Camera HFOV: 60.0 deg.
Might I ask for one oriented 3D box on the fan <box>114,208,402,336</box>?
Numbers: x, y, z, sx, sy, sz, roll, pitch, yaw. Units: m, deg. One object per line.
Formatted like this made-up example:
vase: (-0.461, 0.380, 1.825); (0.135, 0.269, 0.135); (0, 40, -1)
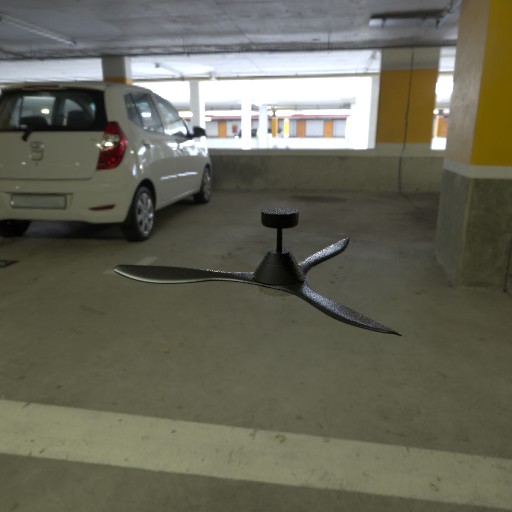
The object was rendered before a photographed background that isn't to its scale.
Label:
fan: (0.000, 0.000, 1.603); (1.067, 0.305, 1.067); (-2, 16, -8)
